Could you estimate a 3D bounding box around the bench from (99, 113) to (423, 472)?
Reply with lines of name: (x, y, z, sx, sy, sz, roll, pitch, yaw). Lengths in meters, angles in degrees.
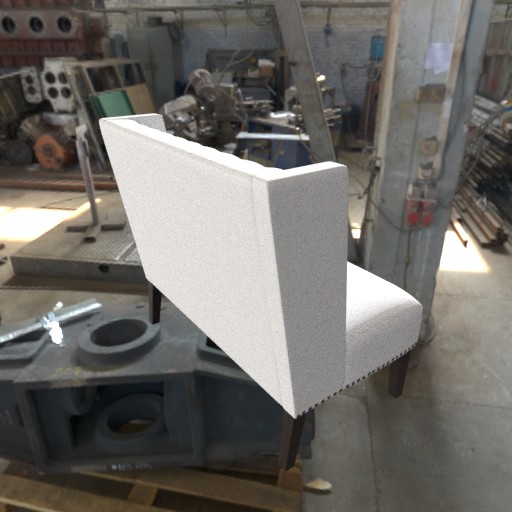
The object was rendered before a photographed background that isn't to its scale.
bench: (0.000, 0.000, 1.999, 0.847, 1.123, 1.280, -17, 31, -32)
